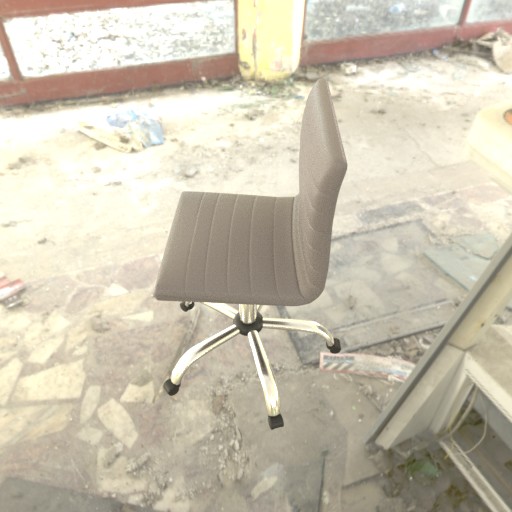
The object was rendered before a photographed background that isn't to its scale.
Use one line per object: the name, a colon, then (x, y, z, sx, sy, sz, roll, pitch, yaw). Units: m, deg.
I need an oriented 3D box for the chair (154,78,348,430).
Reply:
chair: (0.000, 0.000, 1.143, 0.530, 0.780, 0.556, 1, 42, 1)
